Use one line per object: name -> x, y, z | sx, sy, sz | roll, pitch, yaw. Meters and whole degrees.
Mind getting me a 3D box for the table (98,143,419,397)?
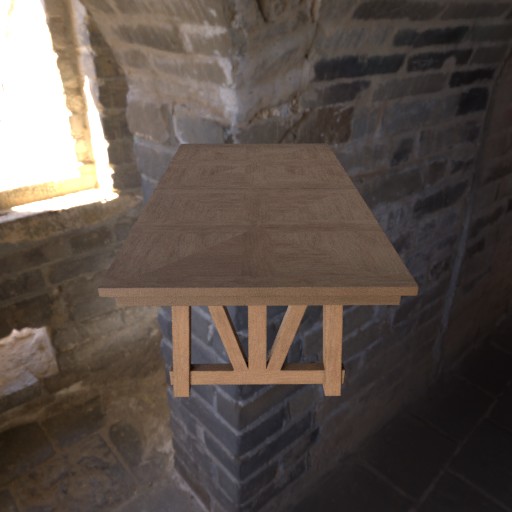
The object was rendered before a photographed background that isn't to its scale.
table -> 0.000, 0.000, 2.412 | 1.016, 0.768, 1.881 | 0, 28, 0
